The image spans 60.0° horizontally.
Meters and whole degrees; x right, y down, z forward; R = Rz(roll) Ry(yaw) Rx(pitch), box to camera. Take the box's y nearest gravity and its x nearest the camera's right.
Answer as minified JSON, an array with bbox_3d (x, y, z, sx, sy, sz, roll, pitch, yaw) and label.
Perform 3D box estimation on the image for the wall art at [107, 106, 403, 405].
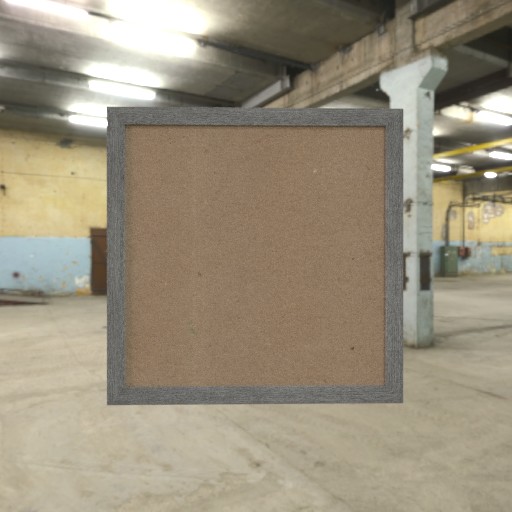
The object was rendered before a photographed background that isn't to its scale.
[{"bbox_3d":[0.000,0.000,1.033,0.685,0.685,0.020,0,0,-1],"label":"wall art"}]
